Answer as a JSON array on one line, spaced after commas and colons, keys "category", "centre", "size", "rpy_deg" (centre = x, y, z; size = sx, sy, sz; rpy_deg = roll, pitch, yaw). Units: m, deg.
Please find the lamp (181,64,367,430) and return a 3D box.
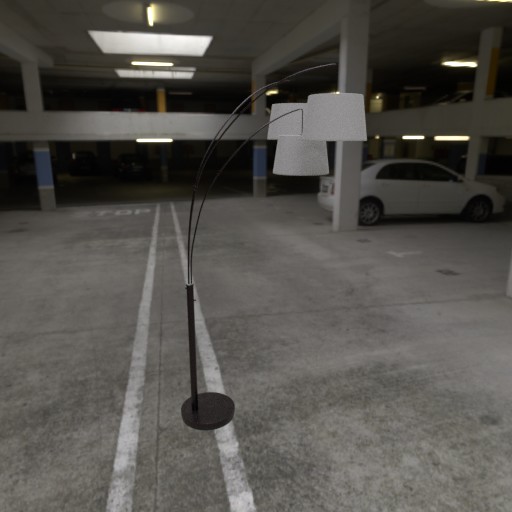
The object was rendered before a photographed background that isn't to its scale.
[{"category": "lamp", "centre": [0.000, 0.000, 2.515], "size": [0.924, 1.950, 0.951], "rpy_deg": [-3, 16, -12]}]
